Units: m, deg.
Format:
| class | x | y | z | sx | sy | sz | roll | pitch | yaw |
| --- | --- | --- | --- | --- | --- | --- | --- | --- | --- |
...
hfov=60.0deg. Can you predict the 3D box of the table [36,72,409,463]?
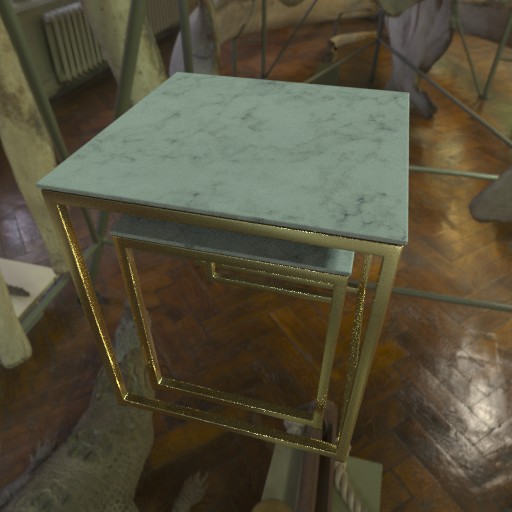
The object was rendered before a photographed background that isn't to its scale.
| class | x | y | z | sx | sy | sz | roll | pitch | yaw |
| --- | --- | --- | --- | --- | --- | --- | --- | --- | --- |
| table | 0.000 | 0.000 | 0.834 | 0.450 | 0.500 | 0.450 | 10 | 41 | 12 |
